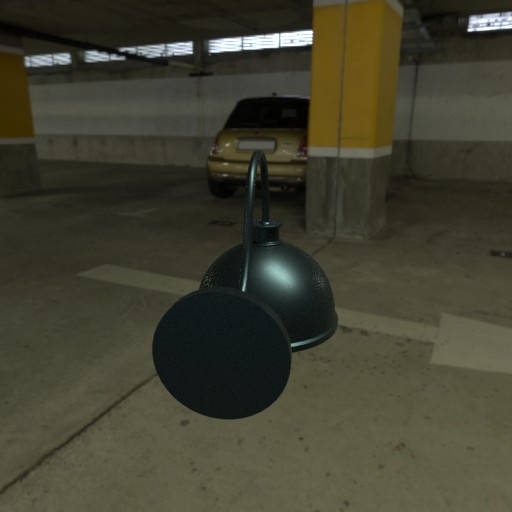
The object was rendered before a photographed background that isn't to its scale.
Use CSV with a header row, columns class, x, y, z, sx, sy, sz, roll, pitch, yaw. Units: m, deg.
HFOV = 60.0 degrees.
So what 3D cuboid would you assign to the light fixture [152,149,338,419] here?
class,x,y,z,sx,sy,sz,roll,pitch,yaw
light fixture,0.000,0.000,0.636,0.253,0.295,0.467,2,17,8
